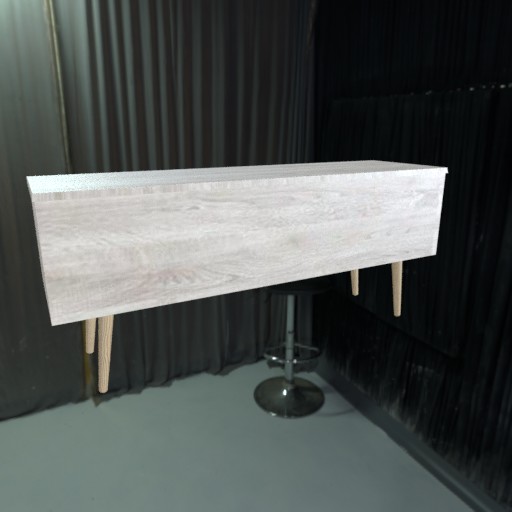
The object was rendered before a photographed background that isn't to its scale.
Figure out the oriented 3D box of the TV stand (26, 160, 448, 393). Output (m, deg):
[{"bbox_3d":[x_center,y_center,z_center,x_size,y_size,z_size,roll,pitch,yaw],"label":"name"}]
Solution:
[{"bbox_3d":[0.000,0.000,1.503,1.313,0.565,0.401,-9,19,-27],"label":"TV stand"}]
